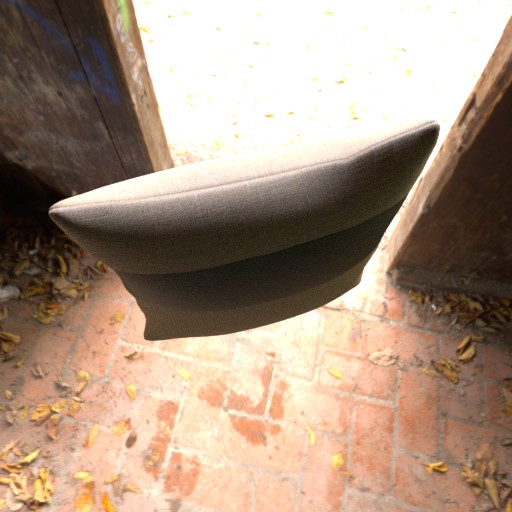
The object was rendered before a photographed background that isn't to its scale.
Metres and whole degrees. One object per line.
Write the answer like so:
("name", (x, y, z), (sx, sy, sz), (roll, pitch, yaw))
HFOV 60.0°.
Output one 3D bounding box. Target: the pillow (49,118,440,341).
("pillow", (0.000, 0.000, 0.624), (0.414, 0.399, 0.173), (-14, 63, -7))
